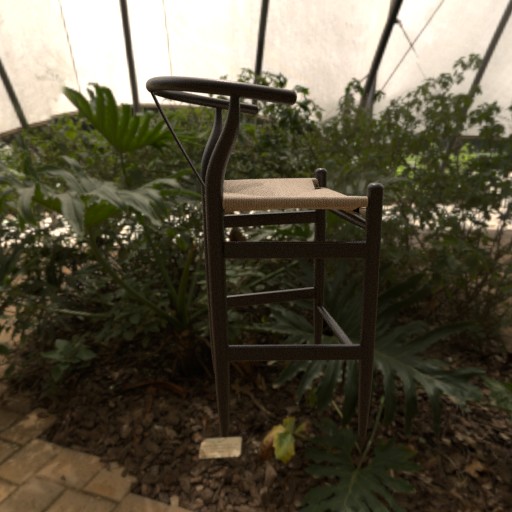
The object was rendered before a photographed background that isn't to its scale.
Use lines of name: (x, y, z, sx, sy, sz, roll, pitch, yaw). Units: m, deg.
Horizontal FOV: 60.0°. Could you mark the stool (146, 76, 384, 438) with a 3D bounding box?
stool: (0.000, 0.000, 1.323, 0.579, 0.970, 0.569, -2, 16, -8)
